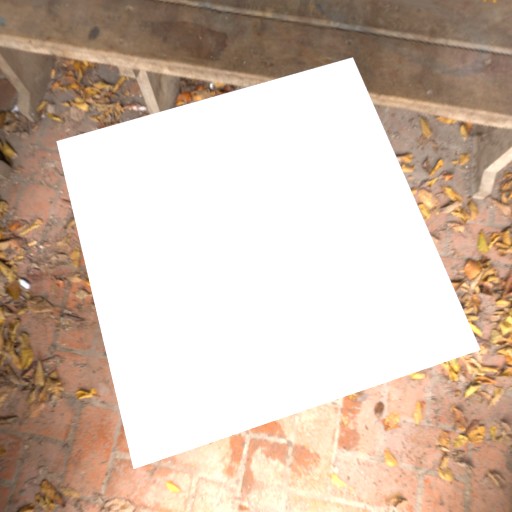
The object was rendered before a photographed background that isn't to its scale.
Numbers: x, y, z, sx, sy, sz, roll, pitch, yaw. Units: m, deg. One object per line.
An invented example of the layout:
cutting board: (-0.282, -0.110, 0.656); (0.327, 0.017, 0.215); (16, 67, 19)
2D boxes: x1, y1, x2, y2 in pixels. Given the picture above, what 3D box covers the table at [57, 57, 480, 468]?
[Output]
table: (0.000, 0.000, 1.064); (0.700, 0.289, 0.700); (-17, 77, -4)
